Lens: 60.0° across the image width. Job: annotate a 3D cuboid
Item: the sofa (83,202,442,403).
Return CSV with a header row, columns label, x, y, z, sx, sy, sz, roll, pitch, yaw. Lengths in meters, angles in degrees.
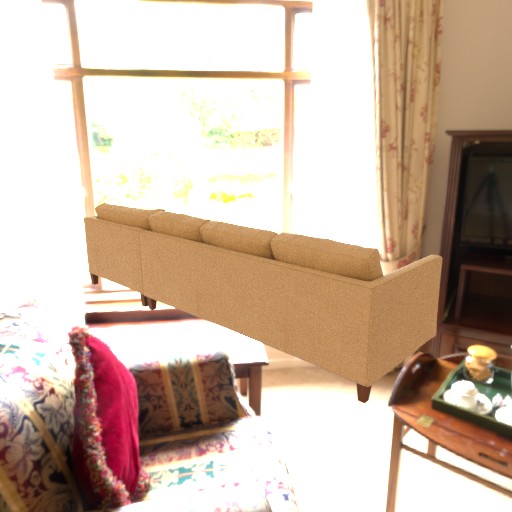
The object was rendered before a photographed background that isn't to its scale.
label,x,y,z,sx,sy,sz,roll,pitch,yaw
sofa,0.000,0.000,3.935,3.186,0.846,1.625,13,19,42
